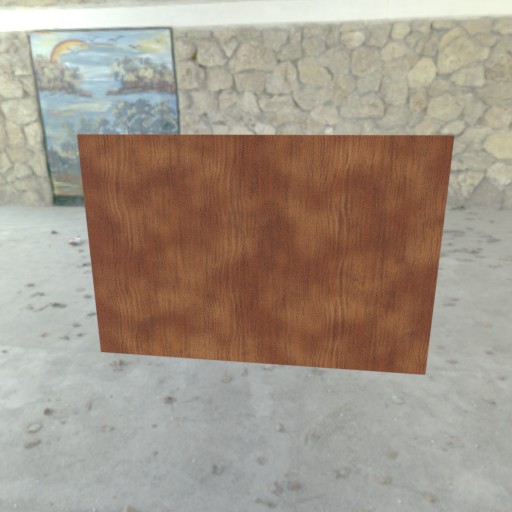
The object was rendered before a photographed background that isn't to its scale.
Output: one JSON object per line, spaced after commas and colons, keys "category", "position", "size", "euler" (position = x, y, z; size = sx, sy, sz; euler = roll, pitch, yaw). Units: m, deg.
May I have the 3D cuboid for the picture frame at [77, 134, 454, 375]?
{"category": "picture frame", "position": [0.000, 0.000, 1.213], "size": [0.950, 0.640, 0.029], "euler": [2, 17, 7]}
